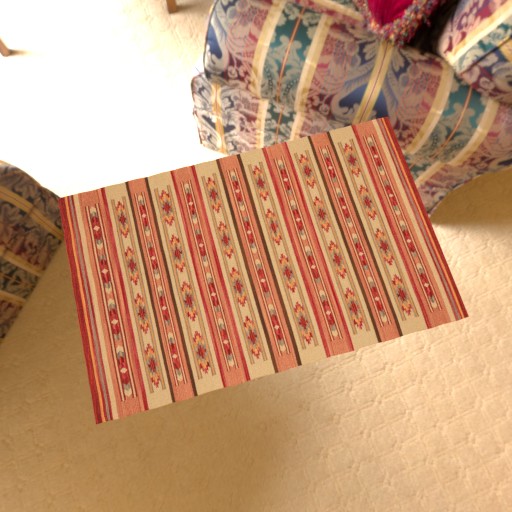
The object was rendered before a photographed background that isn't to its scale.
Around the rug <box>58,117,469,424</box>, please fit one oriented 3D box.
[{"bbox_3d":[0.000,0.000,2.968,2.431,0.010,1.535,-15,75,-4],"label":"rug"}]
